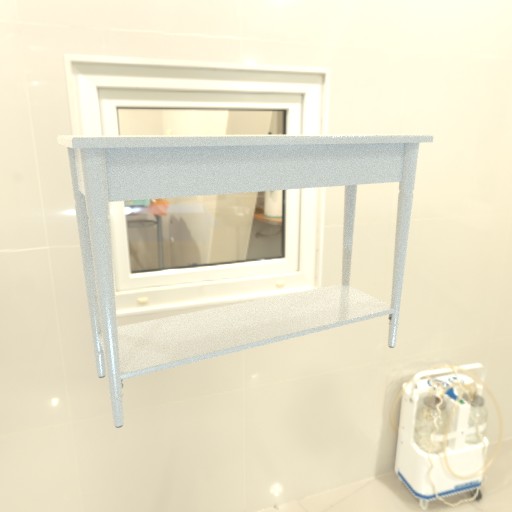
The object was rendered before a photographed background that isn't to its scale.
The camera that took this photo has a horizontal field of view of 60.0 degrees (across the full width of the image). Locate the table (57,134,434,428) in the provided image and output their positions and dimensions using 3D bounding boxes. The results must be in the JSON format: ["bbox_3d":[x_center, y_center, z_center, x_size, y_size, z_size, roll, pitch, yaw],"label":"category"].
[{"bbox_3d":[0.000,0.000,1.426,1.067,0.749,0.381,-8,18,-26],"label":"table"}]
